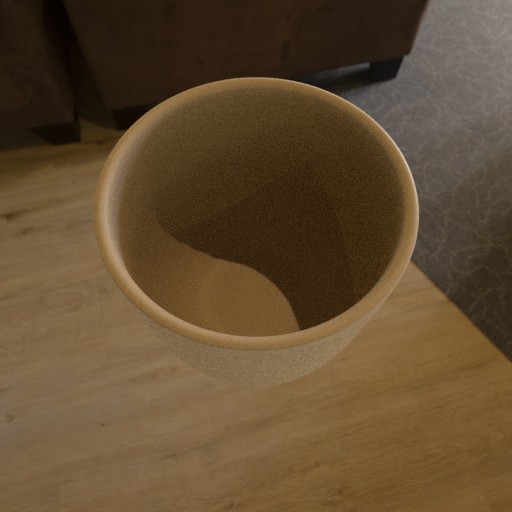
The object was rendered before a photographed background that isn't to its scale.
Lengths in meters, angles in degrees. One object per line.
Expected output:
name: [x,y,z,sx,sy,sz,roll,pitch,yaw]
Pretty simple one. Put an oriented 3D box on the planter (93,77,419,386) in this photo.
planter: [0.000,0.000,0.300,0.170,0.152,0.170,0,63,0]
